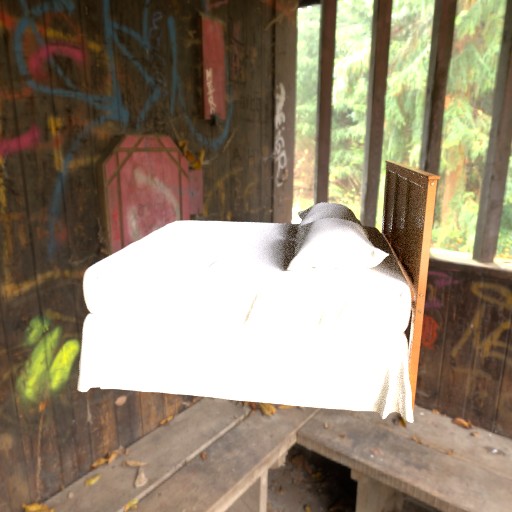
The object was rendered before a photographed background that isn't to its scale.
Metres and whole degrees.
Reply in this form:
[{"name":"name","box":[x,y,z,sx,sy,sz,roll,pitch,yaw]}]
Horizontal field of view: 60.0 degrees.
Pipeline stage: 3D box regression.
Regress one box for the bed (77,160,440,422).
[{"name":"bed","box":[0.000,0.000,3.157,2.035,1.273,1.870,2,15,9]}]
